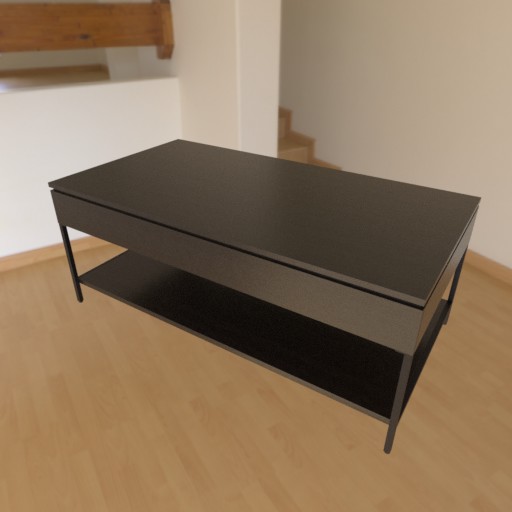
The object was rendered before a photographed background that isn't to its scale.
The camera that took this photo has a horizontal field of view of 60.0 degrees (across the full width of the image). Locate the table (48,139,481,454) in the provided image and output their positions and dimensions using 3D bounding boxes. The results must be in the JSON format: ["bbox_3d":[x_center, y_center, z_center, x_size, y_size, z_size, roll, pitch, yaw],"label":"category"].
[{"bbox_3d":[0.000,0.000,1.367,1.095,0.435,0.574,18,34,28],"label":"table"}]
